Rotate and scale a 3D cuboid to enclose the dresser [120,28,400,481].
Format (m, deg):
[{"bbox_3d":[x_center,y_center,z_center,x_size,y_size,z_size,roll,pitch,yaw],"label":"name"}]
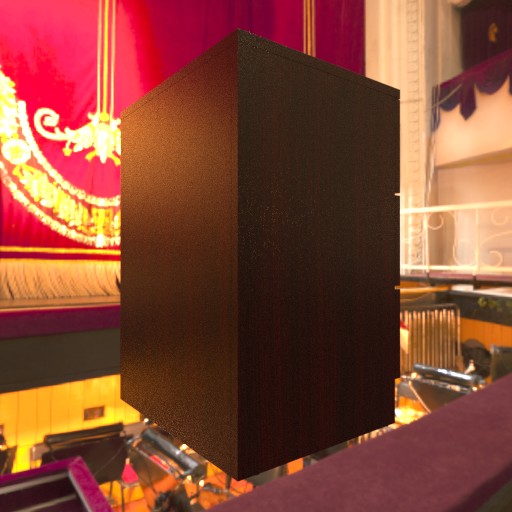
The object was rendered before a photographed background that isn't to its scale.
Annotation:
[{"bbox_3d":[0.000,0.000,0.813,0.360,0.560,0.400,0,0,-37],"label":"dresser"}]
